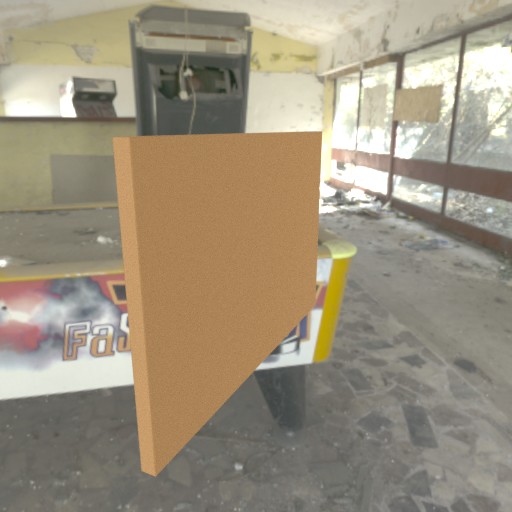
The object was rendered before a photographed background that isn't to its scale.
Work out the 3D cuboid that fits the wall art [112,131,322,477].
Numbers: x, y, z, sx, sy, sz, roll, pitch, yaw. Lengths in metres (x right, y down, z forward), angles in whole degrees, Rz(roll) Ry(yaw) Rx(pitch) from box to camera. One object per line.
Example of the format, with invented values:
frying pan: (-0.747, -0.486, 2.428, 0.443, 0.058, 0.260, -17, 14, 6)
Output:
wall art: (0.000, 0.000, 1.138, 0.033, 0.608, 0.915, 8, 18, 25)
